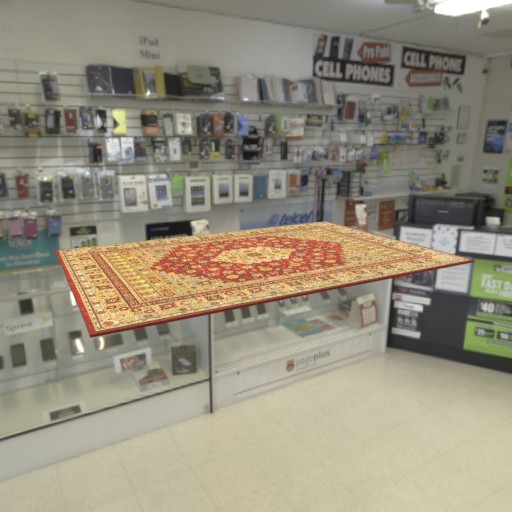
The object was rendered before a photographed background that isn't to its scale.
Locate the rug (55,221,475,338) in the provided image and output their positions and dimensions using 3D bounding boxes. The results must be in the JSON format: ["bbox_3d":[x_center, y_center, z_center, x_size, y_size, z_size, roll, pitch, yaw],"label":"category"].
[{"bbox_3d":[0.000,0.000,2.275,1.802,0.013,1.194,-8,17,-27],"label":"rug"}]
